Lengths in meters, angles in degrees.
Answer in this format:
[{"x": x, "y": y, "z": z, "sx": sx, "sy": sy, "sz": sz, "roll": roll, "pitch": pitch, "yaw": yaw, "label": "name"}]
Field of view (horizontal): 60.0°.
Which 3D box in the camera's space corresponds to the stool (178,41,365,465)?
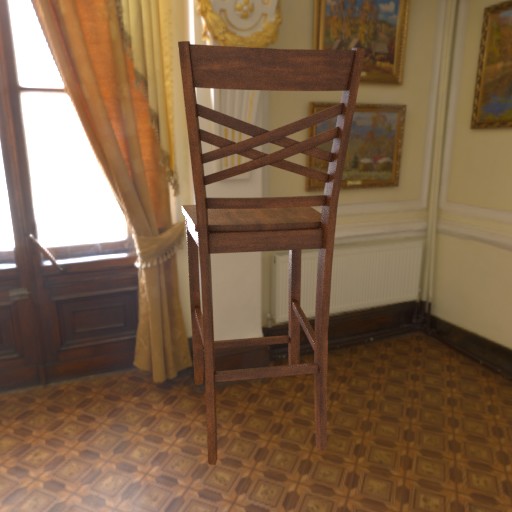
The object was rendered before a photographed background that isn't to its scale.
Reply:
[{"x": 0.000, "y": 0.000, "z": 1.349, "sx": 0.426, "sy": 1.098, "sz": 0.504, "roll": -3, "pitch": 15, "yaw": -10, "label": "stool"}]
